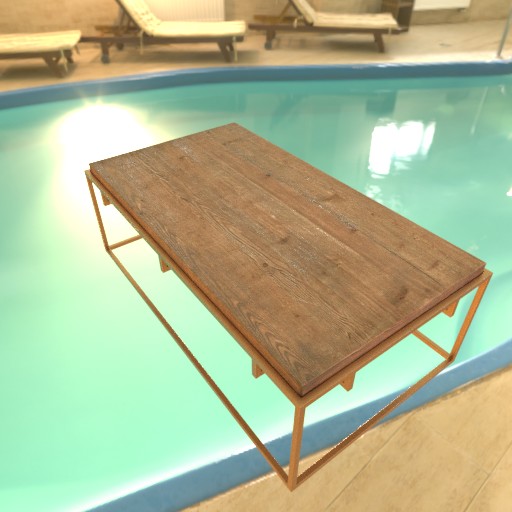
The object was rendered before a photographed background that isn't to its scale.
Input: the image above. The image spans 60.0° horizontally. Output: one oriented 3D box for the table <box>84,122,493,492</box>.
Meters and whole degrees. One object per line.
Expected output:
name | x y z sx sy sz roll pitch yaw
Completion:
table | 0.000 0.000 1.728 0.775 0.468 1.387 -25 45 -28
